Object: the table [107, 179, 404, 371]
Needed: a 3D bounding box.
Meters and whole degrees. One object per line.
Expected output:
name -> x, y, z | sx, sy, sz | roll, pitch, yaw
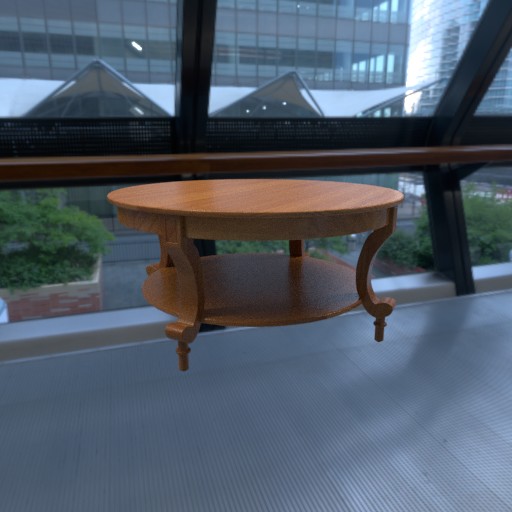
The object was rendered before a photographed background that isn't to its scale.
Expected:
table -> 0.000, 0.000, 1.664 | 1.029, 0.490, 1.029 | 0, 14, 0
